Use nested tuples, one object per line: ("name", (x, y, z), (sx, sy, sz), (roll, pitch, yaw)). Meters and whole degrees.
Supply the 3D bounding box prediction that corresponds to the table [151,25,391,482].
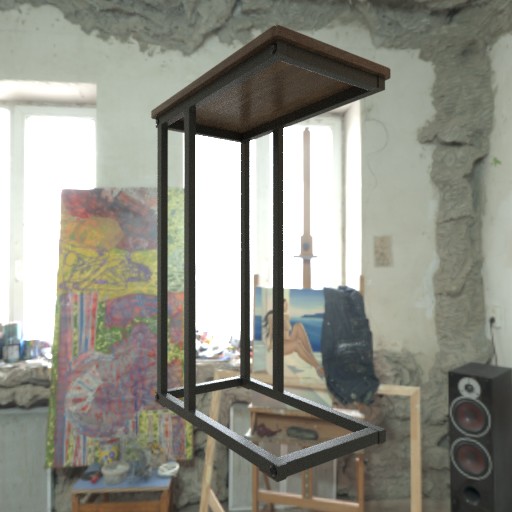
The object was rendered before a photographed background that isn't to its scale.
("table", (0.000, 0.000, 0.865), (0.254, 0.637, 0.450), (0, -1, -35))
